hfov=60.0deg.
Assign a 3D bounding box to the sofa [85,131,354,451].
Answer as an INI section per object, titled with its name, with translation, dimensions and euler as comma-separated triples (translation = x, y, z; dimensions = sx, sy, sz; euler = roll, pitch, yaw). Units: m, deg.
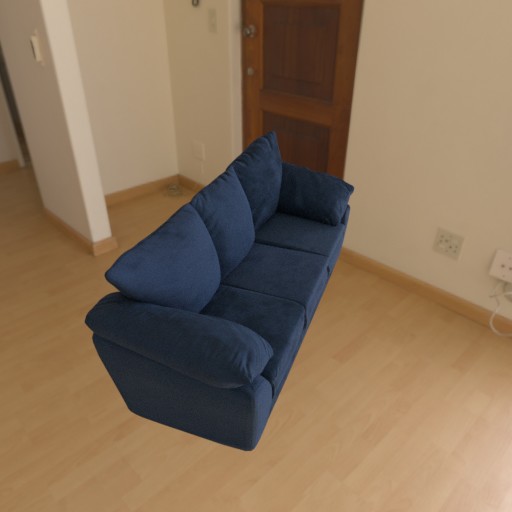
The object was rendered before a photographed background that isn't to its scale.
[sofa]
translation = 0.000, 0.000, 2.945
dimensions = 0.907, 1.091, 2.390
euler = 11, 33, 18
